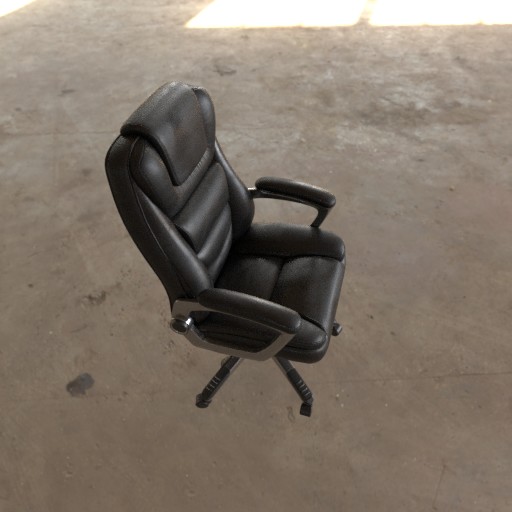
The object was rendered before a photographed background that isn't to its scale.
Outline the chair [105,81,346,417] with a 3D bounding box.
[{"bbox_3d":[0.000,0.000,1.532,0.689,1.075,0.697,12,47,12],"label":"chair"}]
